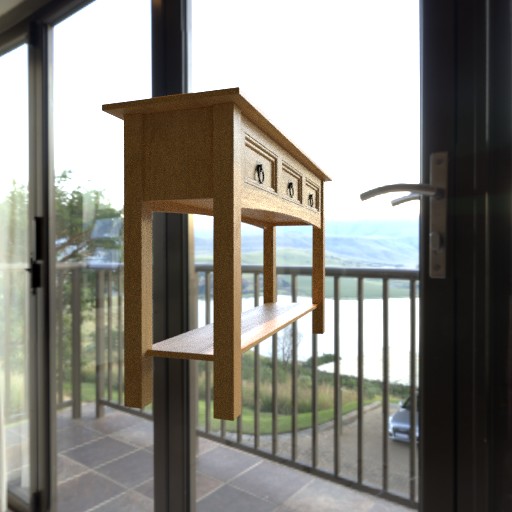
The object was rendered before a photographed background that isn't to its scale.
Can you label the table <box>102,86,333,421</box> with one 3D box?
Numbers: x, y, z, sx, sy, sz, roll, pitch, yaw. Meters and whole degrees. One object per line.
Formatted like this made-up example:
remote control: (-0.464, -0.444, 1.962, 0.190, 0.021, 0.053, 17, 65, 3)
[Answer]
table: (0.000, 0.000, 1.583, 0.350, 0.730, 1.240, 0, 1, 19)
